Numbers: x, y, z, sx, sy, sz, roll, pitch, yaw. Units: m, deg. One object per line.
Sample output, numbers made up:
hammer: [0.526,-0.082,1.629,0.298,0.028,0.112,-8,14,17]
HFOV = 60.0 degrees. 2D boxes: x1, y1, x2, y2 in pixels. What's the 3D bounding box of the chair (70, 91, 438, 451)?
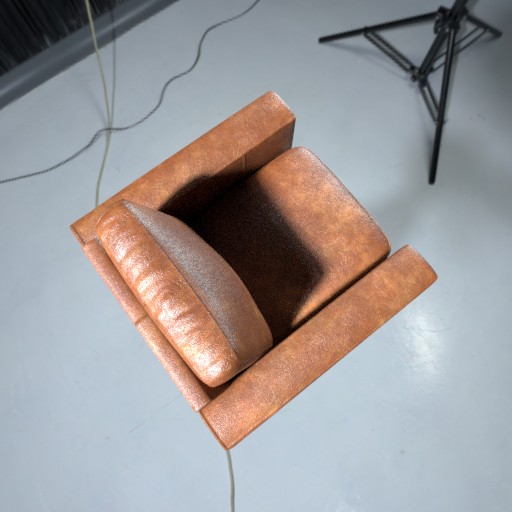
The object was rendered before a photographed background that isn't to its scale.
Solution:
chair: [0.000,0.000,1.760,1.016,0.873,1.005,-37,78,-9]
